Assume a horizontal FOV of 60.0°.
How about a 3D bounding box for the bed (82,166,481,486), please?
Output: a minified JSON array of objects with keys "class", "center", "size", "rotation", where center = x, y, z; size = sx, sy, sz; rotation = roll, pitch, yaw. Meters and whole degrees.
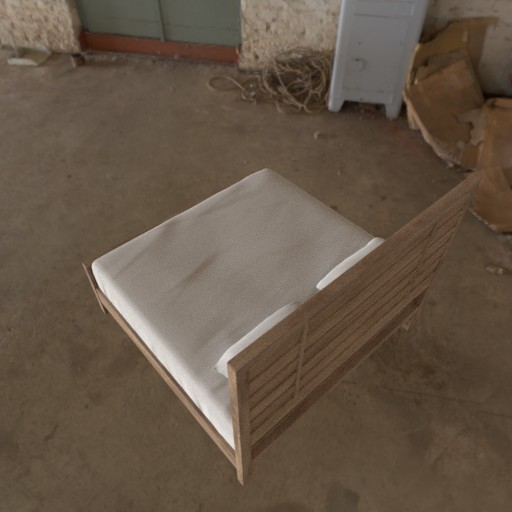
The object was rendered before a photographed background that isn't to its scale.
[{"class":"bed","center":[0.000,0.000,3.459],"size":[2.032,1.626,2.032],"rotation":[-33,55,-27]}]
